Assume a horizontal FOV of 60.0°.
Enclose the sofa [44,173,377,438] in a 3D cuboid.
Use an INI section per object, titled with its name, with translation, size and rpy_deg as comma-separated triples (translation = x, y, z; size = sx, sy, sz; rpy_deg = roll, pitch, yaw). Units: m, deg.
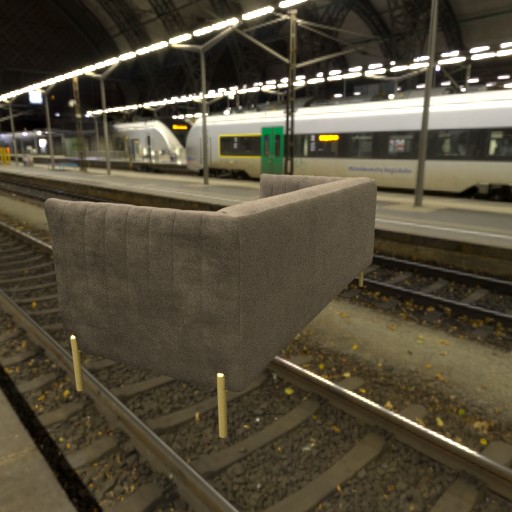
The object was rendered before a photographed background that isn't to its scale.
[sofa]
translation = 0.000, 0.000, 2.413
size = 0.876, 0.780, 1.980
rpy_deg = 7, 15, 26
